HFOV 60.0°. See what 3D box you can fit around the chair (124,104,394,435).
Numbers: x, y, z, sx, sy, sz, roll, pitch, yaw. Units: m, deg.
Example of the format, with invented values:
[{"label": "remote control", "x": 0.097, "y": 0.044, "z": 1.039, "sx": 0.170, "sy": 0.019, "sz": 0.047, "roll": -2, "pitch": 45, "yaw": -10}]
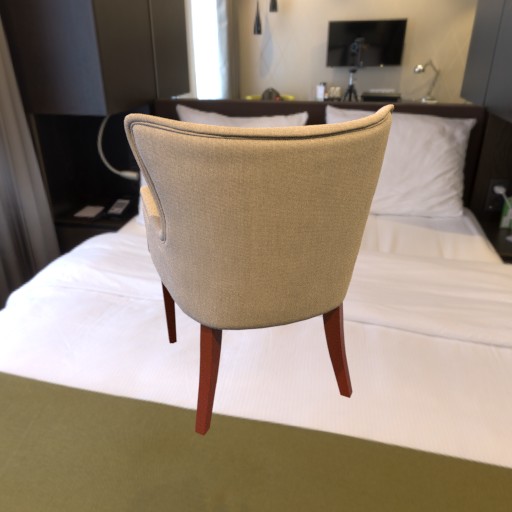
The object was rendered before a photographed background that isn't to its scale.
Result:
[{"label": "chair", "x": 0.000, "y": 0.000, "z": 1.437, "sx": 0.732, "sy": 0.948, "sz": 0.677, "roll": -8, "pitch": 26, "yaw": -17}]
